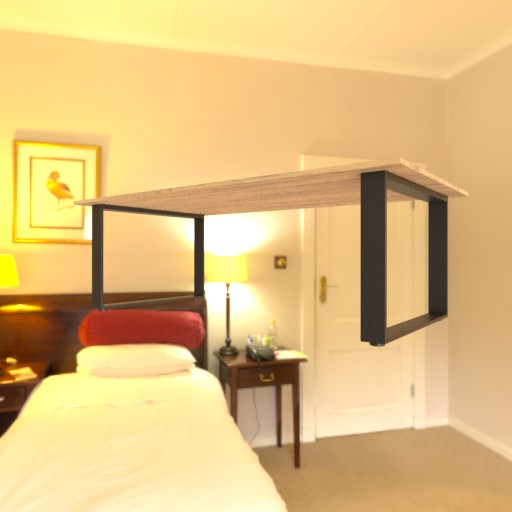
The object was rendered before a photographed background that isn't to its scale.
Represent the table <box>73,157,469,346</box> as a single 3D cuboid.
[{"bbox_3d":[0.000,0.000,1.666,1.331,0.445,0.693,0,0,37],"label":"table"}]
